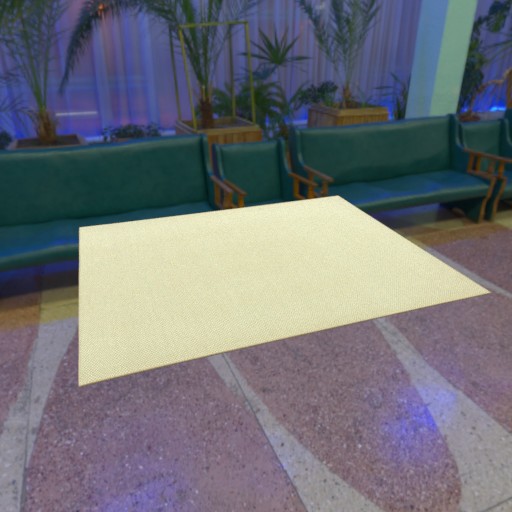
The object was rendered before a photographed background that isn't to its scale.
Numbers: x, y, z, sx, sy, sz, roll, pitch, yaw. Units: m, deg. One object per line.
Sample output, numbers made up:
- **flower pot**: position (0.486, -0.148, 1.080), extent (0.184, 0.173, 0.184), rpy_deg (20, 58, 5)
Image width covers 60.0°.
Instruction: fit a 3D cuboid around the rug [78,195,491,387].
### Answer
- **rug**: position (0.000, 0.000, 4.032), extent (3.039, 0.018, 2.462), rpy_deg (-9, 28, -17)
